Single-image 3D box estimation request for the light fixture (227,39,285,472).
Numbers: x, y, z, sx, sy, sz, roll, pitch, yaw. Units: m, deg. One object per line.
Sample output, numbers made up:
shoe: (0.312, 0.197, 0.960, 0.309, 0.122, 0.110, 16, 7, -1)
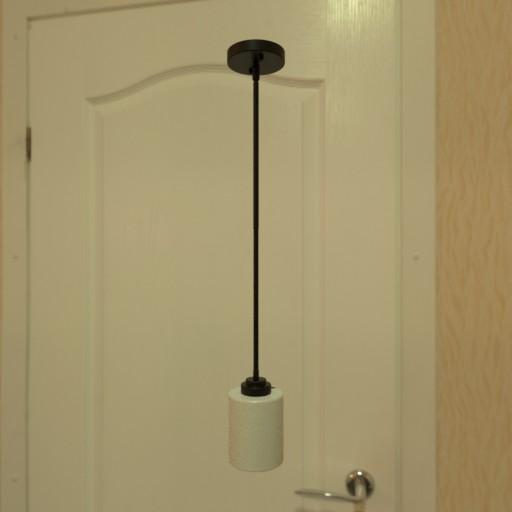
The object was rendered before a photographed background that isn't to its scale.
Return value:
light fixture: (0.000, 0.000, 0.943, 0.123, 0.863, 0.123, 0, 0, -18)
